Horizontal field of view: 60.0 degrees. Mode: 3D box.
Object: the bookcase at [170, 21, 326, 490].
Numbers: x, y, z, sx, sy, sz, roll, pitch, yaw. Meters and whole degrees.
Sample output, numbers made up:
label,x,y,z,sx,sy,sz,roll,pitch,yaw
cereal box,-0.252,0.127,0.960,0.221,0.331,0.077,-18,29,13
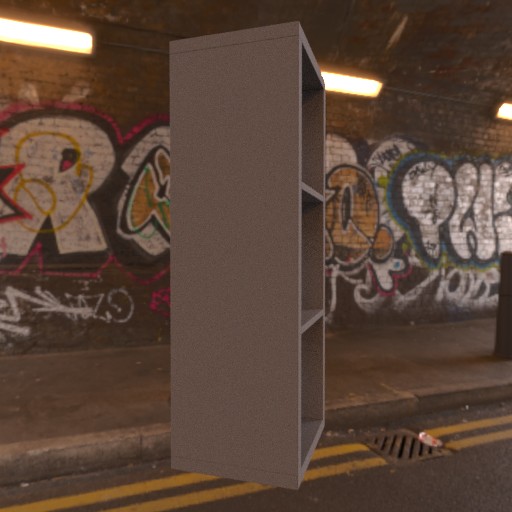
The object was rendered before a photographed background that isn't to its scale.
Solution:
label,x,y,z,sx,sy,sz,roll,pitch,yaw
bookcase,0.000,0.000,1.255,0.330,1.080,0.390,0,1,18
